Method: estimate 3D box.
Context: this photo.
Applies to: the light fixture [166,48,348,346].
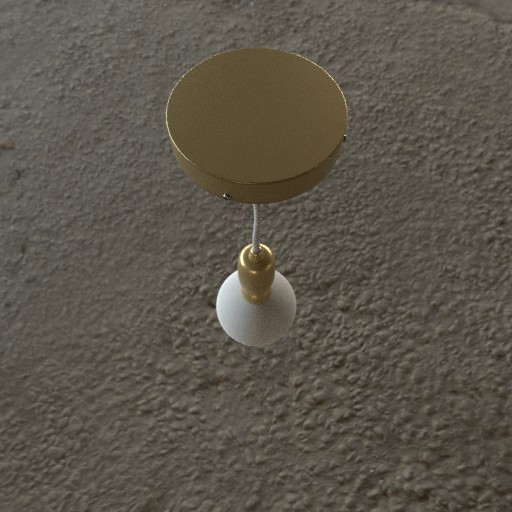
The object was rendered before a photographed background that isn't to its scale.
[{"bbox_3d":[0.000,0.000,0.577,0.147,0.510,0.146,17,64,8],"label":"light fixture"}]
